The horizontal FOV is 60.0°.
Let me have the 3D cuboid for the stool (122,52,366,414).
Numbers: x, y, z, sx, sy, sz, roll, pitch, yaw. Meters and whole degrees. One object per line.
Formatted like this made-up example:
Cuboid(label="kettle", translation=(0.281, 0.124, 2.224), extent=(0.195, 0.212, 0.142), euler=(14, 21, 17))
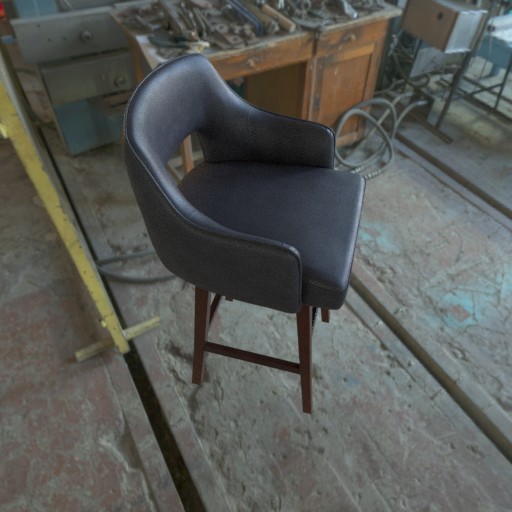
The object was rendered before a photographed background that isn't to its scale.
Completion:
Cuboid(label="stool", translation=(0.000, 0.000, 1.346), extent=(0.560, 1.041, 0.550), euler=(11, 48, 10))
